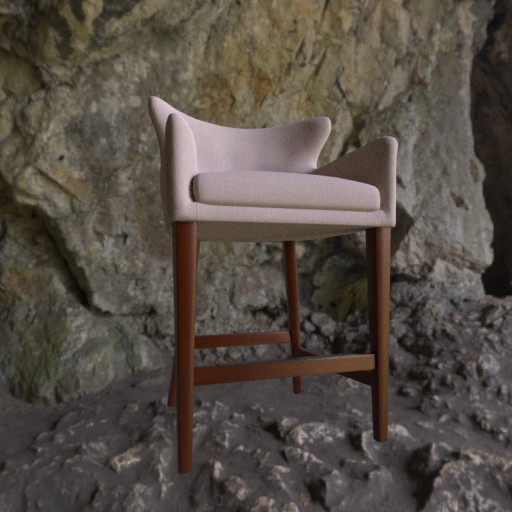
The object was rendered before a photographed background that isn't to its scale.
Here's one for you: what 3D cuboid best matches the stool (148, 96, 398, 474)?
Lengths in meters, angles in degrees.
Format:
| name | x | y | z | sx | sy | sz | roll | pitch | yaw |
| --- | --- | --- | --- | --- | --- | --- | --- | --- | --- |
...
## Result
| name | x | y | z | sx | sy | sz | roll | pitch | yaw |
| --- | --- | --- | --- | --- | --- | --- | --- | --- | --- |
| stool | 0.000 | 0.000 | 1.299 | 0.601 | 0.951 | 0.570 | 0 | -1 | -19 |
